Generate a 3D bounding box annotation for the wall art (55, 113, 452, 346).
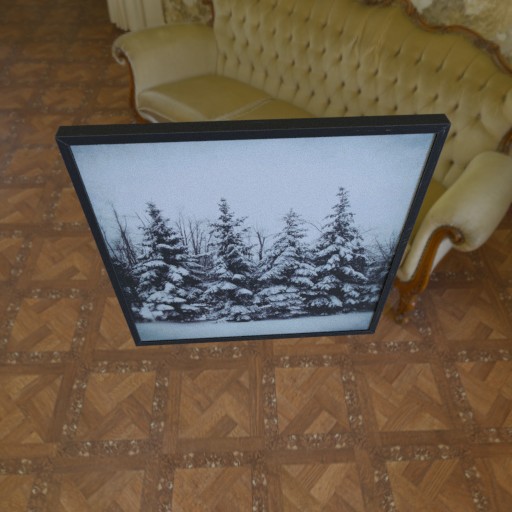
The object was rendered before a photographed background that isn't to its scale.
[{"bbox_3d":[0.000,0.000,1.142,0.761,0.761,0.037,-3,48,-2],"label":"wall art"}]
